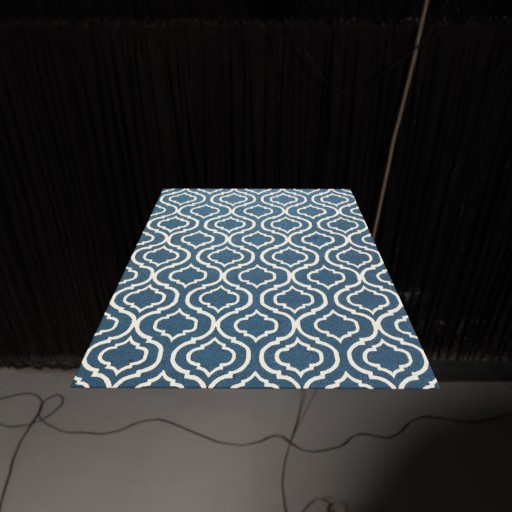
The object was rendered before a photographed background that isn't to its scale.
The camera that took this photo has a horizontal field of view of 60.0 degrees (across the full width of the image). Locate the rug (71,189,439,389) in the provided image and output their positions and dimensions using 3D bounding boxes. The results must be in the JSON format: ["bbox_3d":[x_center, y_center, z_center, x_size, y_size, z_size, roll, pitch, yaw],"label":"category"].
[{"bbox_3d":[0.000,0.000,4.348,2.438,0.010,3.353,0,31,0],"label":"rug"}]
